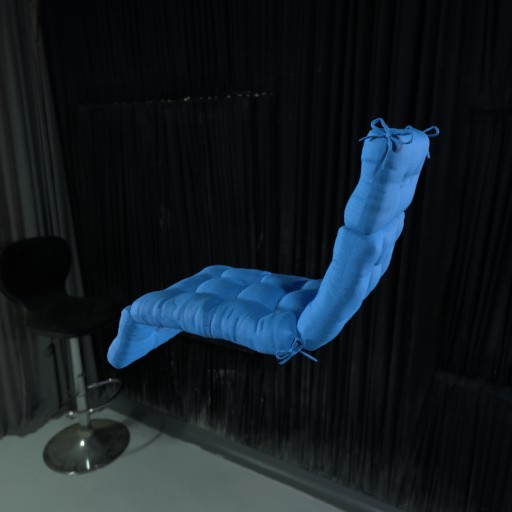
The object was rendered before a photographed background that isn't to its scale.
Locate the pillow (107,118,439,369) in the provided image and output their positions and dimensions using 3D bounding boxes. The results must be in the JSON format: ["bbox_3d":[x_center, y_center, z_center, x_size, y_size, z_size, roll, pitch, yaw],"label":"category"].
[{"bbox_3d":[0.000,0.000,1.489,1.016,0.863,0.526,8,18,27],"label":"pillow"}]
